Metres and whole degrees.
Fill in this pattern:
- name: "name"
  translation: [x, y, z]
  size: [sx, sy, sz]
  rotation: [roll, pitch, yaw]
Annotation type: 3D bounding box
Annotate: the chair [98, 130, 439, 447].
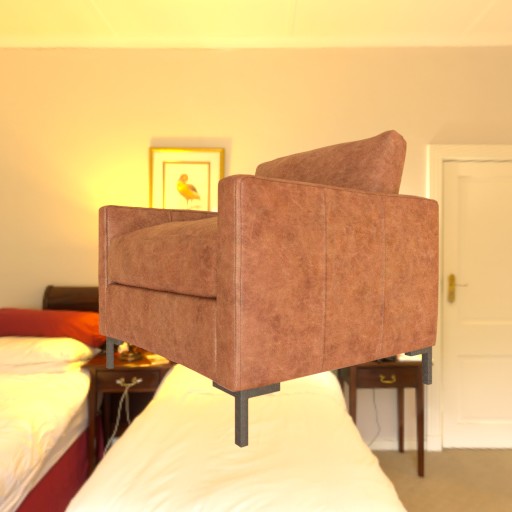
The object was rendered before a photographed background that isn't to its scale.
- name: "chair"
  translation: [0.000, 0.000, 1.606]
  size: [0.862, 0.869, 0.967]
  rotation: [0, 1, -38]
